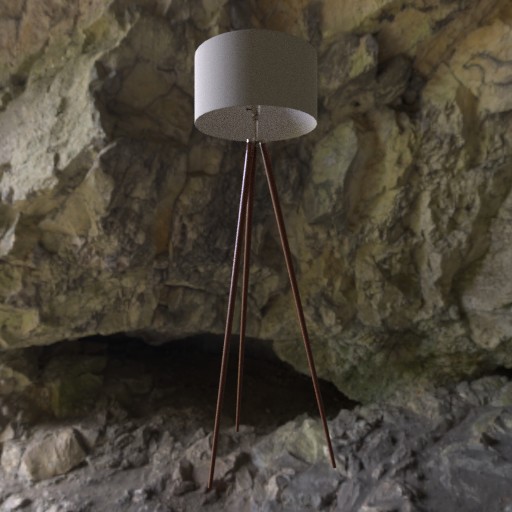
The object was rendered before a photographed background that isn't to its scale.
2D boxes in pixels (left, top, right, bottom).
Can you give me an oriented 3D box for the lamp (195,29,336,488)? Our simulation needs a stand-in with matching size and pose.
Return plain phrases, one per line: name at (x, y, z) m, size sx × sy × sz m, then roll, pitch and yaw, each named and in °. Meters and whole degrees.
lamp at (0.000, 0.000, 1.758) m, size 0.483 × 1.553 × 0.483 m, roll 0°, pitch 0°, yaw -18°
